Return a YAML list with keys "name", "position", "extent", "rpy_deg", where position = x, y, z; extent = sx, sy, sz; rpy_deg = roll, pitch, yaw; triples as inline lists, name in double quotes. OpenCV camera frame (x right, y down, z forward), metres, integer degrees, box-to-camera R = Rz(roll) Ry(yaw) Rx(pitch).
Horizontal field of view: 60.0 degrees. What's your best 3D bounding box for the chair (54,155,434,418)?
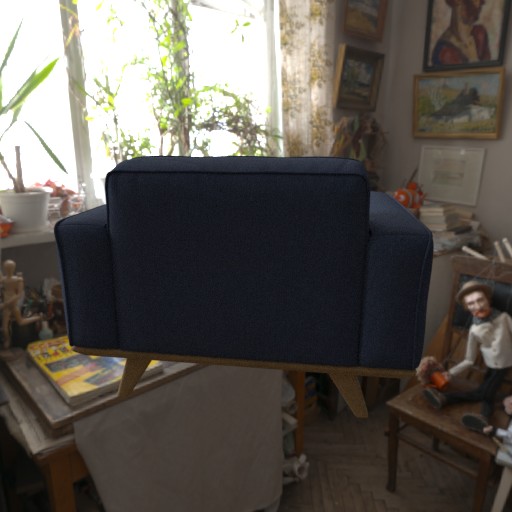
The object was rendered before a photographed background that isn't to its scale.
- name: "chair"
  position: [0.000, 0.000, 1.711]
  extent: [1.118, 0.783, 0.953]
  rpy_deg: [2, 15, 8]
